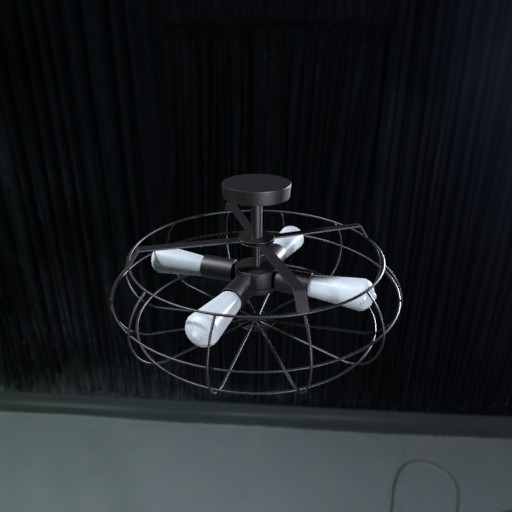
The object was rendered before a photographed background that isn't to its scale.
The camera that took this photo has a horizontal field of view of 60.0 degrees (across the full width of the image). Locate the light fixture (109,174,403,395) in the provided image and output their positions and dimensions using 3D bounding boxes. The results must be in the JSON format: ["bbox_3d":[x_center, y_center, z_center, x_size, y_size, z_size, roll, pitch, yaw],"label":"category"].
[{"bbox_3d":[0.000,0.000,0.904,0.582,0.311,0.582,0,26,0],"label":"light fixture"}]
